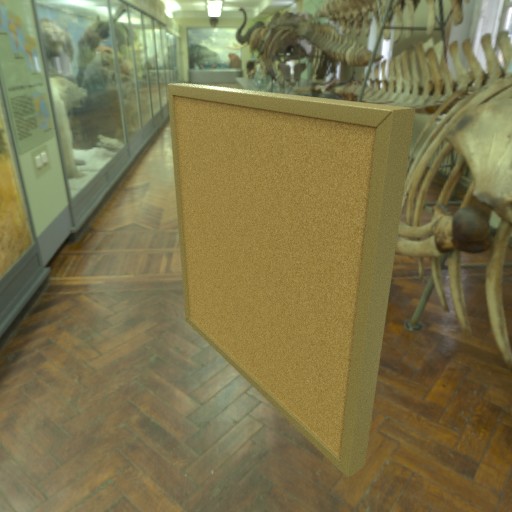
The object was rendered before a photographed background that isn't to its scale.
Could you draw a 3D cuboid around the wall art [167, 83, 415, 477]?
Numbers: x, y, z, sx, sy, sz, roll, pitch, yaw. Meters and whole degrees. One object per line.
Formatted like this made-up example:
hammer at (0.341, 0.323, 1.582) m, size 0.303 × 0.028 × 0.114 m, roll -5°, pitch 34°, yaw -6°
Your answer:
wall art at (0.000, 0.000, 0.734) m, size 0.036 × 0.509 × 0.509 m, roll -16°, pitch 29°, yaw -32°
